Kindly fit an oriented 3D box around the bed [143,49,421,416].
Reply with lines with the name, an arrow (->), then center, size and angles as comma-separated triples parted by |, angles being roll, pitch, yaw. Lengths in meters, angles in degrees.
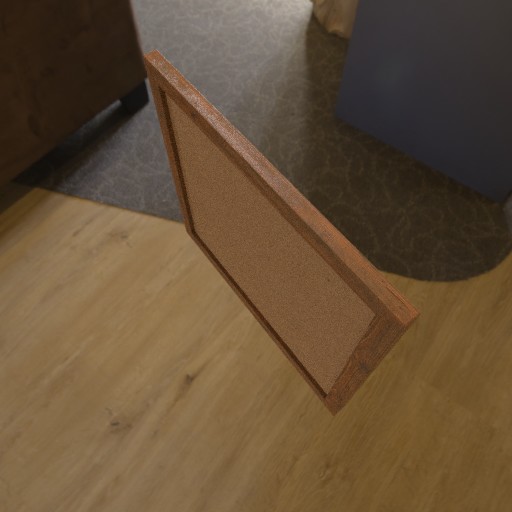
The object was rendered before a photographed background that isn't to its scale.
bed -> 0.000, 0.000, 1.498 | 0.046, 0.942, 1.046 | -33, 65, -17
